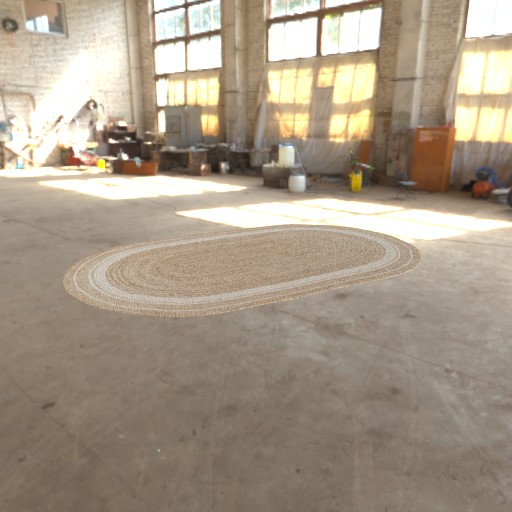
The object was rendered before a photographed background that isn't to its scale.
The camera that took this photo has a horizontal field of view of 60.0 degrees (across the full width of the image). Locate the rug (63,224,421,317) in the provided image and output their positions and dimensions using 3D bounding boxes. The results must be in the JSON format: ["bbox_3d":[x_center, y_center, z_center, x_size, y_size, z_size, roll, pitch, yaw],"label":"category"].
[{"bbox_3d":[0.000,0.000,3.015,2.432,0.006,1.520,-9,19,-28],"label":"rug"}]
